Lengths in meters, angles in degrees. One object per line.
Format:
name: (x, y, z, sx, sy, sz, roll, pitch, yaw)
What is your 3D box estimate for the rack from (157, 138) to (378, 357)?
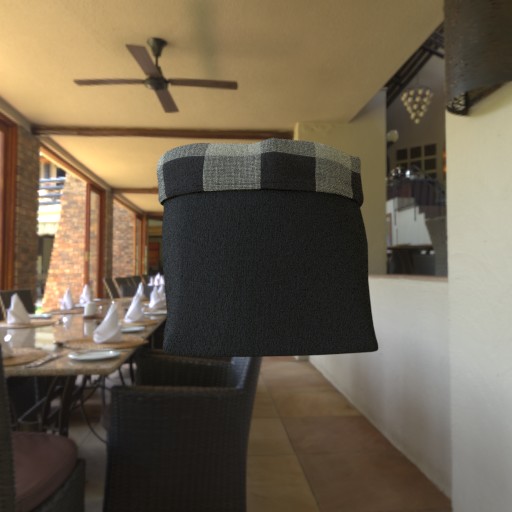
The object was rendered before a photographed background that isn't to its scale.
rack: (0.000, 0.000, 1.069, 0.370, 0.329, 0.889, 0, -2, -2)
